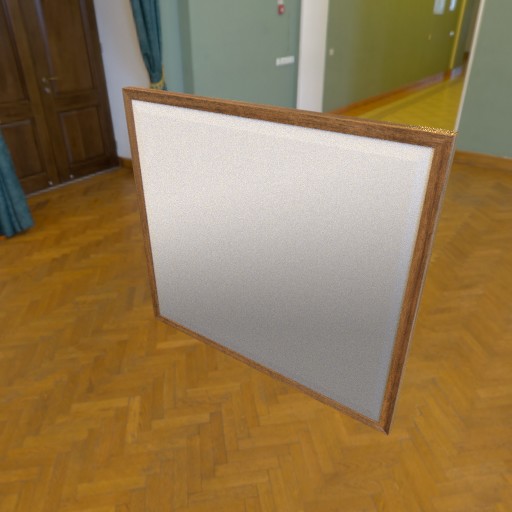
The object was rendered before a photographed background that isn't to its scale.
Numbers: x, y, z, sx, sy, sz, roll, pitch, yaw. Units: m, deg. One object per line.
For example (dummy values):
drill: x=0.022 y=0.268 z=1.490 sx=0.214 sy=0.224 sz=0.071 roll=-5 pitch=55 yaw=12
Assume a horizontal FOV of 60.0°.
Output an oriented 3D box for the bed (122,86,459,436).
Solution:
bed: x=0.000 y=0.000 z=1.432 sx=1.041 sy=0.940 sz=0.043 roll=19 pitch=35 yaw=30
